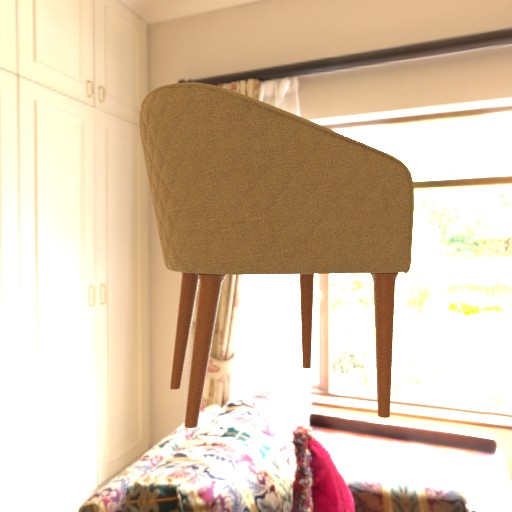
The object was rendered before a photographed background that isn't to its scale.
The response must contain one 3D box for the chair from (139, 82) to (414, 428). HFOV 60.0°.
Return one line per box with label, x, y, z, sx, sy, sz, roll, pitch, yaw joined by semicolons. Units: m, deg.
chair;0.000;0.000;1.214;0.616;0.775;0.584;0;1;-17
